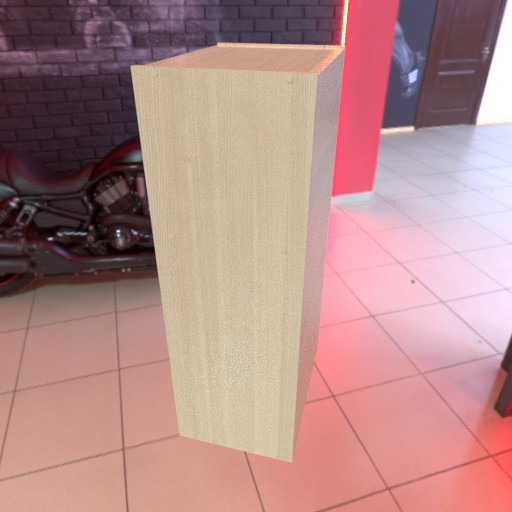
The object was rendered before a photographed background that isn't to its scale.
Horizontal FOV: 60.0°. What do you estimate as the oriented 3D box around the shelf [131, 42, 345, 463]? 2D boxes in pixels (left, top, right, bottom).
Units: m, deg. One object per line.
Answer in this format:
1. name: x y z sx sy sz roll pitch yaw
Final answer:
1. shelf: 0.000 0.000 1.052 0.292 0.876 0.417 8 31 13
